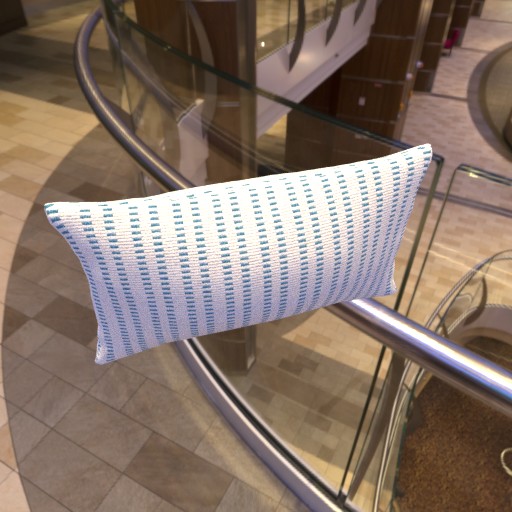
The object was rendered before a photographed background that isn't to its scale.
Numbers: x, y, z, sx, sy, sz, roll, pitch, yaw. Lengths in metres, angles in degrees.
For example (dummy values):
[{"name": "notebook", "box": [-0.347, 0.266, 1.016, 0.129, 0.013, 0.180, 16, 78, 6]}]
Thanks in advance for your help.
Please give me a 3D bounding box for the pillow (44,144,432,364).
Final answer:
[{"name": "pillow", "box": [0.000, 0.000, 0.807, 0.640, 0.353, 0.210, -12, 42, -13]}]
